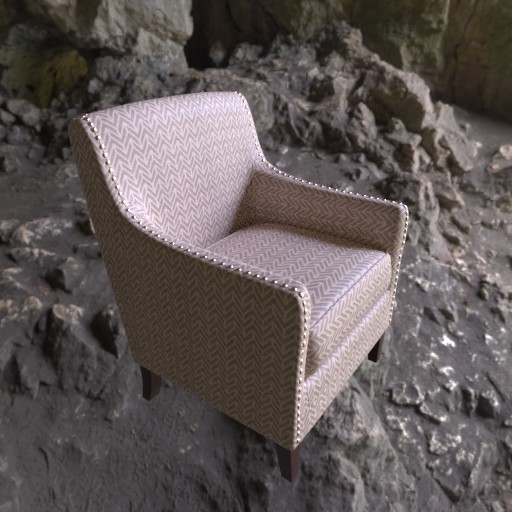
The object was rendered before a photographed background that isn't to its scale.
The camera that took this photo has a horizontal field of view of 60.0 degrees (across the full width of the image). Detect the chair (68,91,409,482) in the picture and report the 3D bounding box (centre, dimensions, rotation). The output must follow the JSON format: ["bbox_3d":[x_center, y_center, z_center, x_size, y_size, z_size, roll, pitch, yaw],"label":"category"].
[{"bbox_3d":[0.000,0.000,1.253,0.651,0.816,0.623,18,32,31],"label":"chair"}]
